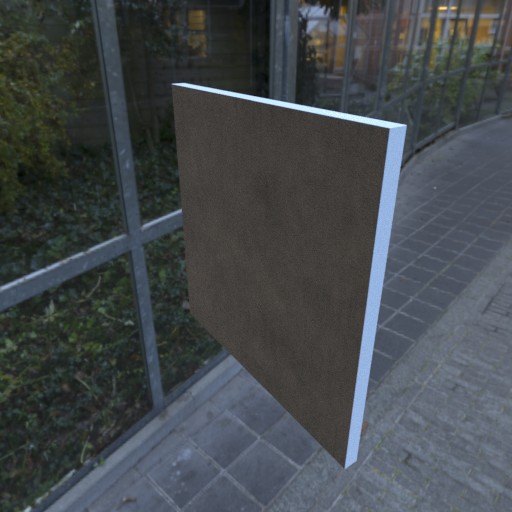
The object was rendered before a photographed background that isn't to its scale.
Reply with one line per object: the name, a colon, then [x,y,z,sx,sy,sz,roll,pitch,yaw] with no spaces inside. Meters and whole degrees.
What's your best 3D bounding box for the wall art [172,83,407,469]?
wall art: [0.000,0.000,0.672,0.023,0.453,0.455,-17,32,-31]
